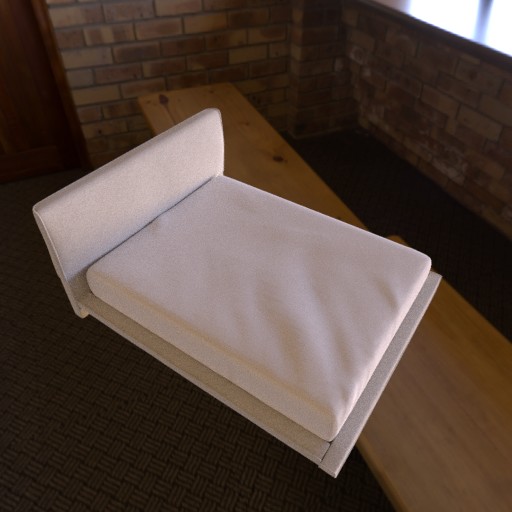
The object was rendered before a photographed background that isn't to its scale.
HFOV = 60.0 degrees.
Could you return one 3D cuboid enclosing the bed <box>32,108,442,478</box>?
[{"bbox_3d":[0.000,0.000,3.469,2.498,1.126,1.980,25,48,25],"label":"bed"}]
